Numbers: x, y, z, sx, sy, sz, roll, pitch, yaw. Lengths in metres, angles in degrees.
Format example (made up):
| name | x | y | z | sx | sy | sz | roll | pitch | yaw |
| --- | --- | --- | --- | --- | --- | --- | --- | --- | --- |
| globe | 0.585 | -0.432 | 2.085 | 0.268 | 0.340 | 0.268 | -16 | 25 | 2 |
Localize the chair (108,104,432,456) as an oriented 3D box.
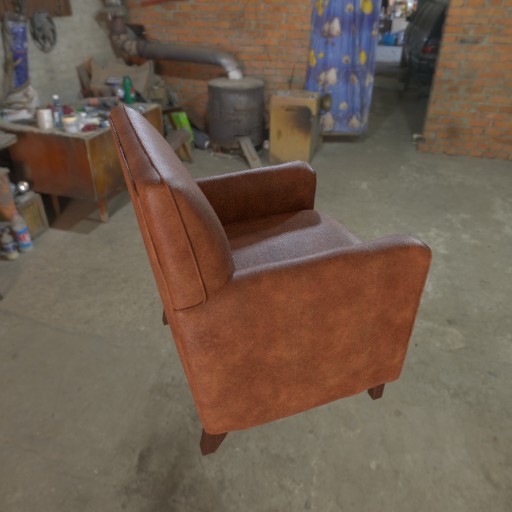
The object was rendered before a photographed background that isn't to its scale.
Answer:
| name | x | y | z | sx | sy | sz | roll | pitch | yaw |
| --- | --- | --- | --- | --- | --- | --- | --- | --- | --- |
| chair | 0.000 | 0.000 | 1.574 | 0.823 | 0.943 | 0.870 | -11 | 32 | -17 |
